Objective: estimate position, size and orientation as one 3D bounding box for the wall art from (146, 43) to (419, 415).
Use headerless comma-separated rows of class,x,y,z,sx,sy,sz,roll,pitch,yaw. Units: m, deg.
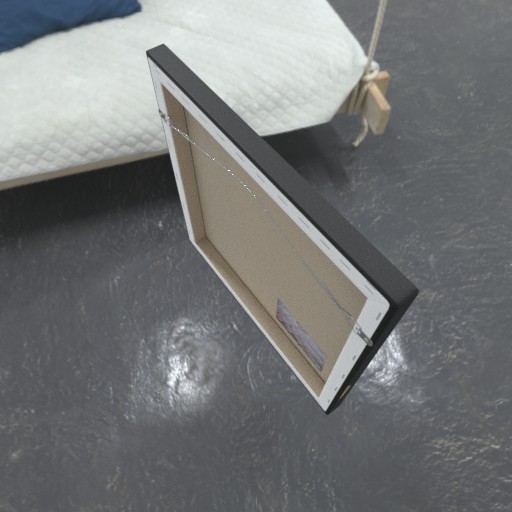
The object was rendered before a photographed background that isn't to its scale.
wall art,0.000,0.000,0.913,0.043,0.611,0.610,-32,64,-18
